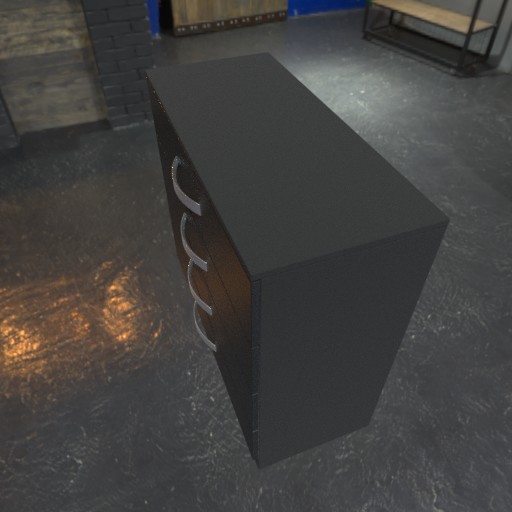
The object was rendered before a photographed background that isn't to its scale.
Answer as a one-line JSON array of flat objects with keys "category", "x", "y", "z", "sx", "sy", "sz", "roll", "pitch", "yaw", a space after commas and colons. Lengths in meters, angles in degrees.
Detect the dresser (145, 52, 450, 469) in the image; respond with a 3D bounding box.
[{"category": "dresser", "x": 0.000, "y": 0.000, "z": 1.145, "sx": 0.360, "sy": 0.720, "sz": 0.750, "roll": -15, "pitch": 46, "yaw": -15}]
